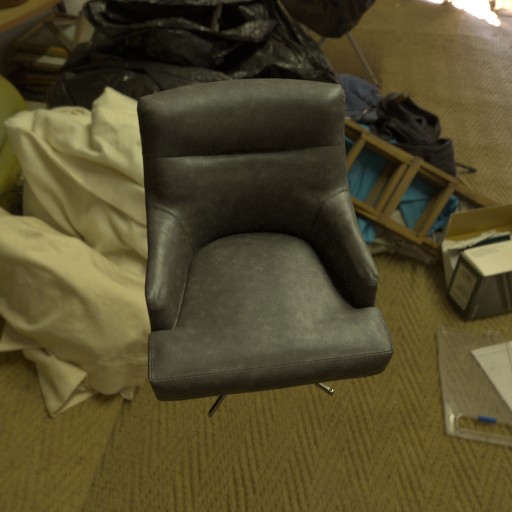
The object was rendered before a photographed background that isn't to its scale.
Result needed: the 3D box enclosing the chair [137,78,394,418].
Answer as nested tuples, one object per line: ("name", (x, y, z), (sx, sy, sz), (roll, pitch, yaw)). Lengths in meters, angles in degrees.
("chair", (0.000, 0.000, 1.530), (0.738, 0.870, 0.874), (-6, 47, -5))
